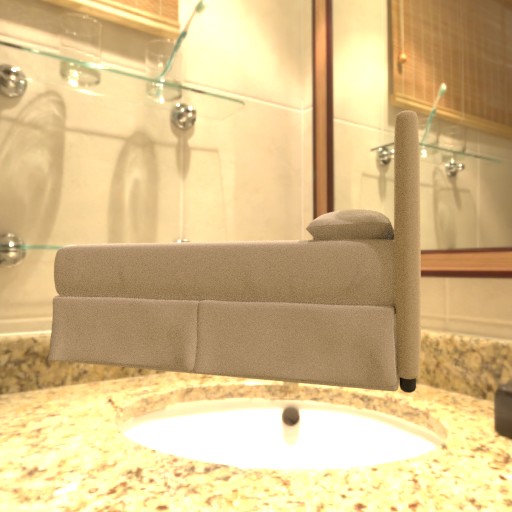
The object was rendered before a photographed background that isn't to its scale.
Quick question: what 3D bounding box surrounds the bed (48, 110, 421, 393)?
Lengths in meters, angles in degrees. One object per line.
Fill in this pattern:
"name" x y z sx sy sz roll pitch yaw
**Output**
"bed" 0.000 0.000 3.107 2.147 1.330 1.714 0 -1 19
